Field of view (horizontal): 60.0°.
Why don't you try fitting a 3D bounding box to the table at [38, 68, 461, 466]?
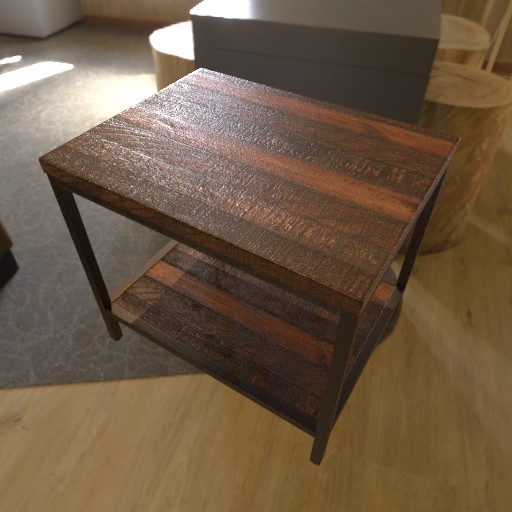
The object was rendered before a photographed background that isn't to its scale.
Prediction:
[{"bbox_3d":[0.000,0.000,1.107,0.678,0.612,0.524,24,49,22],"label":"table"}]
